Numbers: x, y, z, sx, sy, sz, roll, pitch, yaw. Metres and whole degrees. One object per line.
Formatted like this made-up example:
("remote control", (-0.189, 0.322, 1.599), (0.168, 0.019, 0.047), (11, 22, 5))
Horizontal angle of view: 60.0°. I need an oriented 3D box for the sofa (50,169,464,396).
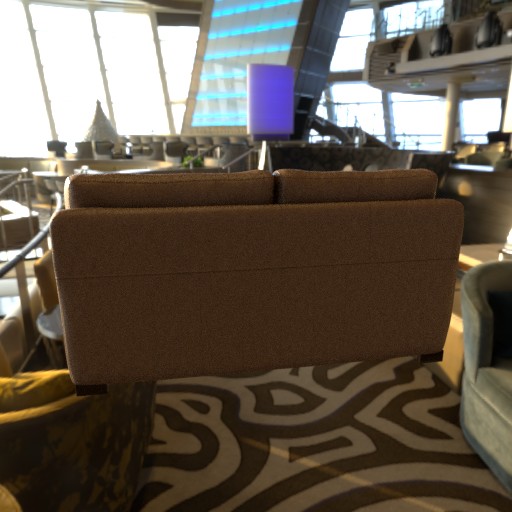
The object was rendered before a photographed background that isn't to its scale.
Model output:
("sofa", (0.000, 0.000, 2.430), (1.855, 0.980, 0.962), (-3, 15, -10))
